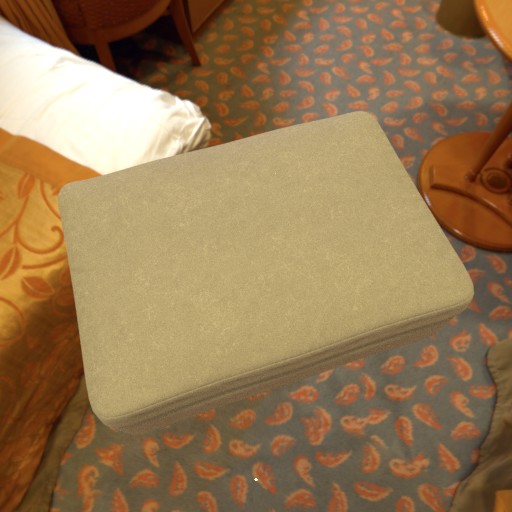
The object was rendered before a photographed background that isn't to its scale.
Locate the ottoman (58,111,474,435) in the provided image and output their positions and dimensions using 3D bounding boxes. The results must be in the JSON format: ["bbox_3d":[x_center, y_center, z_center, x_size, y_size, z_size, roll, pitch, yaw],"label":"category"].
[{"bbox_3d":[0.000,0.000,1.544,1.199,0.429,0.840,-16,64,-8],"label":"ottoman"}]
